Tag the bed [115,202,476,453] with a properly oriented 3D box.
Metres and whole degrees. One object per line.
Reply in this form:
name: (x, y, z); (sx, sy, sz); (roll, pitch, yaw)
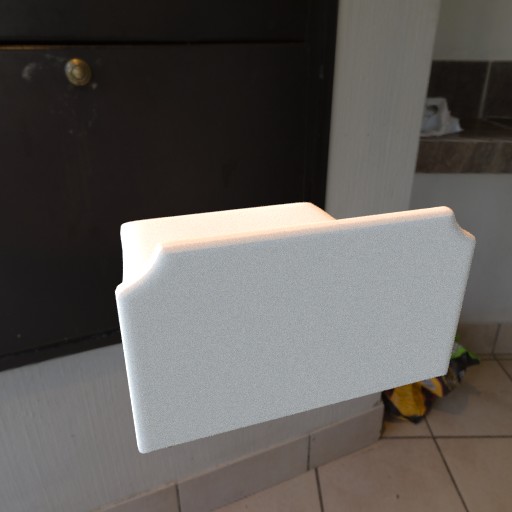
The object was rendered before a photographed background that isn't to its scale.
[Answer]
bed: (0.000, 0.000, 3.529); (2.160, 1.301, 2.204); (-8, 26, -17)
